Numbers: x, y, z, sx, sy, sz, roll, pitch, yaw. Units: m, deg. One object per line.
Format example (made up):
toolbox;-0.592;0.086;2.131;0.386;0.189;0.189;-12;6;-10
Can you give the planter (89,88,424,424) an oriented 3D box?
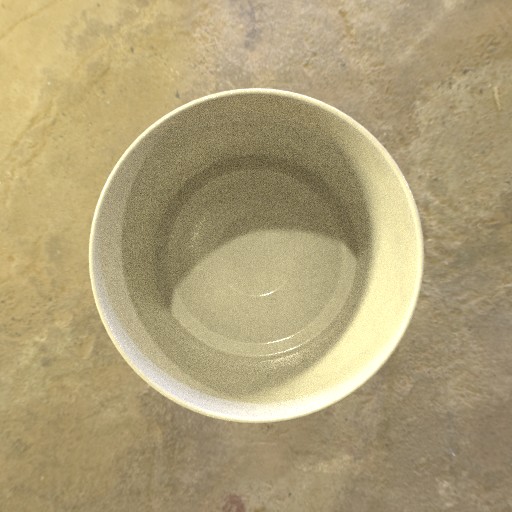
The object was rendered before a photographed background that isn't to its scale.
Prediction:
planter;0.000;0.000;0.448;0.250;0.239;0.250;0;90;0
